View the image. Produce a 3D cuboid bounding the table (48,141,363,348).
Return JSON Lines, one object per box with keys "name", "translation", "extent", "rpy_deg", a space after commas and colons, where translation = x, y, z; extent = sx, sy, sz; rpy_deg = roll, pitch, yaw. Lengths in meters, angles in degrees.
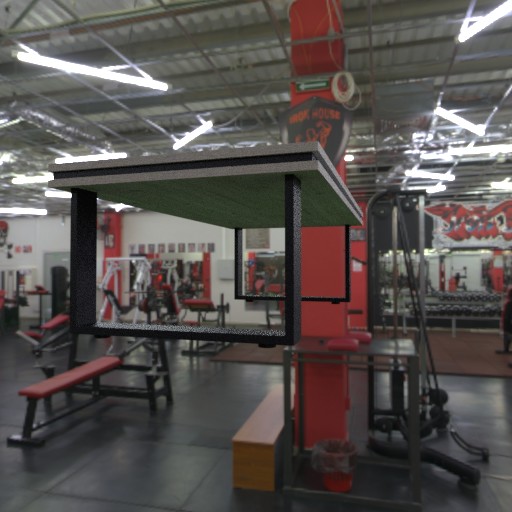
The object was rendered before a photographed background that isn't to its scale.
{"name": "table", "translation": [0.000, 0.000, 1.678], "extent": [0.700, 0.450, 1.350], "rpy_deg": [0, -1, 17]}
